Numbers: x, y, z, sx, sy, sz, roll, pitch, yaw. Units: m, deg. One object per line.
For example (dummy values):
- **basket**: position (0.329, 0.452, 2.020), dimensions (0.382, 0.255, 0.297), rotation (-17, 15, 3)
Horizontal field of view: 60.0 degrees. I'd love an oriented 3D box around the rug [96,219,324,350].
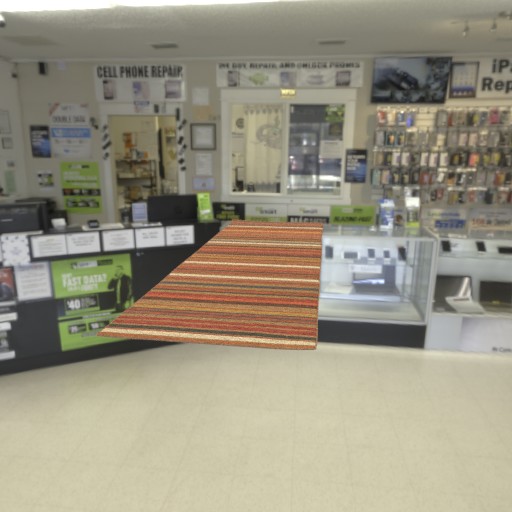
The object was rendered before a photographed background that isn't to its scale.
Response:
- **rug**: position (0.000, 0.000, 2.712), dimensions (0.799, 0.030, 2.444), rotation (2, 15, 9)
